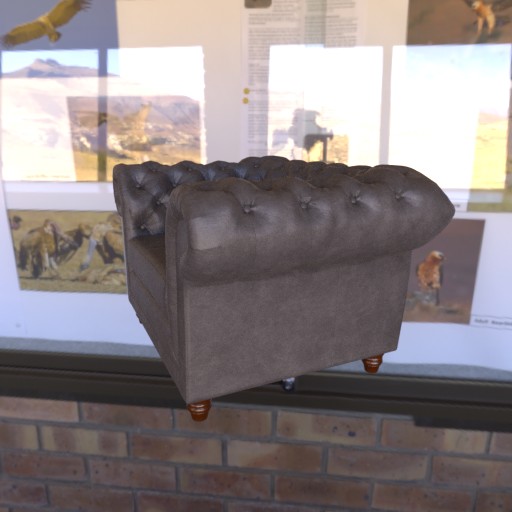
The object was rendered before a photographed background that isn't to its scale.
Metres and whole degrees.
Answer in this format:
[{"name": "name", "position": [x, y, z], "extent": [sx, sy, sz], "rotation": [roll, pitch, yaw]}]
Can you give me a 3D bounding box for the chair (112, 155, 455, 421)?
[{"name": "chair", "position": [0.000, 0.000, 1.849], "extent": [0.943, 0.780, 1.298], "rotation": [-7, 17, -24]}]
